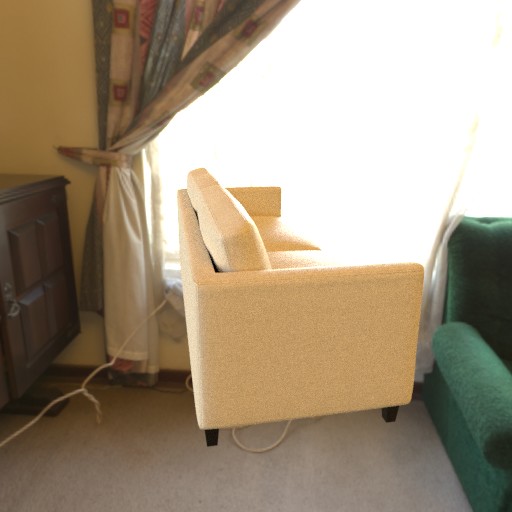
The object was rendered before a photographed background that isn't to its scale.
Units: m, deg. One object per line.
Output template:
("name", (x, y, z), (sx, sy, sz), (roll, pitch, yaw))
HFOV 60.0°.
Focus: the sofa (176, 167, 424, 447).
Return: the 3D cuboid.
("sofa", (0.000, 0.000, 2.866), (0.948, 0.965, 2.434), (-3, 17, -11))
